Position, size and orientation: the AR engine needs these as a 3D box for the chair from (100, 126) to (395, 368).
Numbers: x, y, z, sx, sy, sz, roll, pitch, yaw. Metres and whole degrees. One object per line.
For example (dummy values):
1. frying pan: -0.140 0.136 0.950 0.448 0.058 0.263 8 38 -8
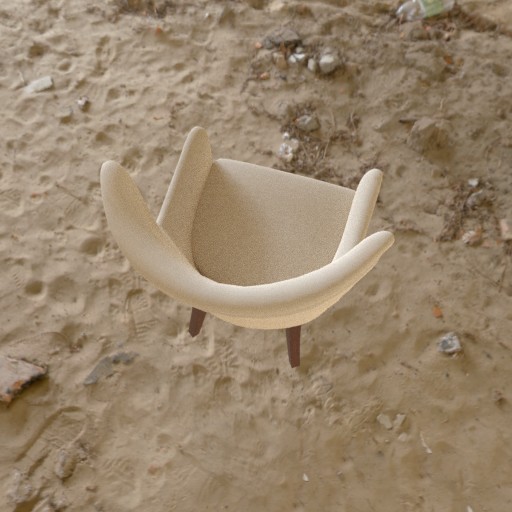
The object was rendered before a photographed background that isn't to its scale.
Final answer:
1. chair: 0.000 0.000 1.466 0.696 0.990 0.744 15 64 8
